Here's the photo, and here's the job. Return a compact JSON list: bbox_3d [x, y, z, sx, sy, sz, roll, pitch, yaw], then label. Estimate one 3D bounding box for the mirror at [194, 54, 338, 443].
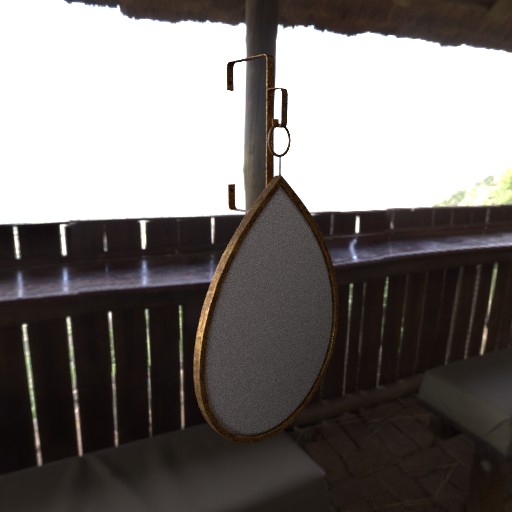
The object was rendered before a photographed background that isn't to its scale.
[{"bbox_3d":[0.000,0.000,0.894,0.405,0.744,0.144,-13,19,-43],"label":"mirror"}]
